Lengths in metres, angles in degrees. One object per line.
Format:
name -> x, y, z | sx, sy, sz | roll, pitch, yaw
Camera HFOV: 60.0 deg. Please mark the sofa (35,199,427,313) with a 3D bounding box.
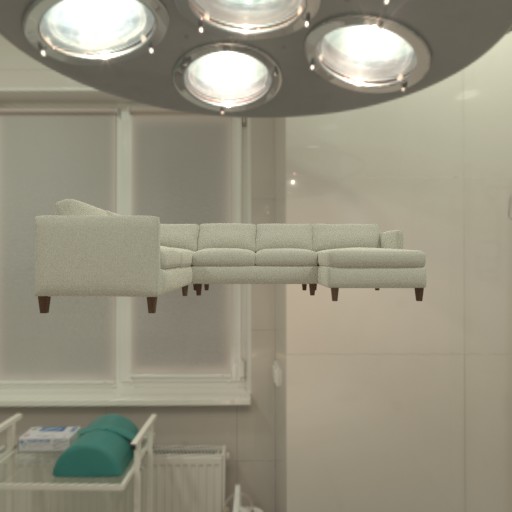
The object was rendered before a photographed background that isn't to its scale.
sofa -> 0.000, 0.000, 4.433 | 3.238, 0.853, 2.551 | 0, 0, 0
